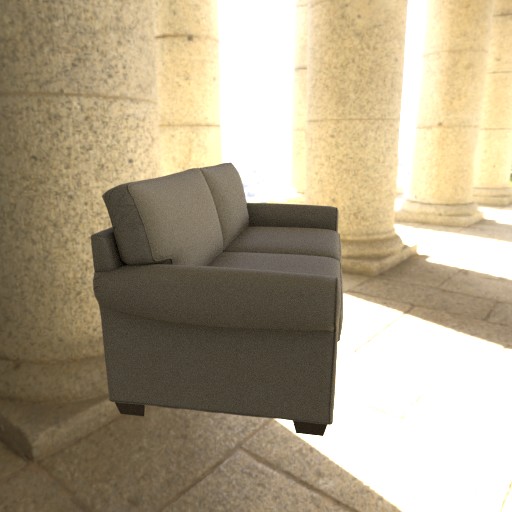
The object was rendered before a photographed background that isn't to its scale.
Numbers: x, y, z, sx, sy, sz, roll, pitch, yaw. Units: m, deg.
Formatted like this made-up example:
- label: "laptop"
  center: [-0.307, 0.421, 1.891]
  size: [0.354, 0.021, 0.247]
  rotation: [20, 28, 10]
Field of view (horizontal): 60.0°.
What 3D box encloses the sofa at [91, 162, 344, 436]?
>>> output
- label: "sofa"
  center: [0.000, 0.000, 2.445]
  size: [0.940, 0.952, 1.930]
  rotation: [3, 15, 10]
